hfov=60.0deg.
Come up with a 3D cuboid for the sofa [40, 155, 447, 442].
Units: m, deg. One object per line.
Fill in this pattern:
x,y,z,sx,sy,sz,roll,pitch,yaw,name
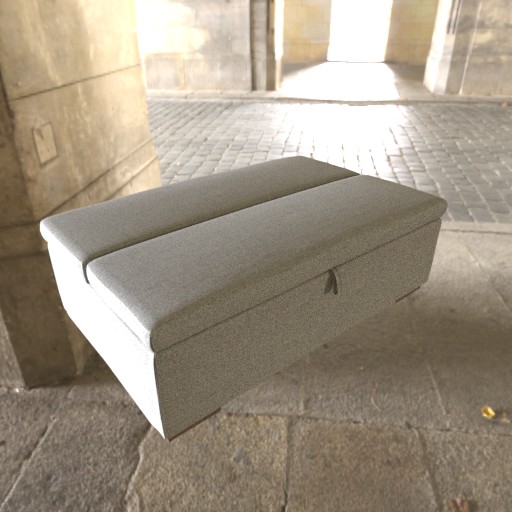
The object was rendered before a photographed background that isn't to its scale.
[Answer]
0.000,0.000,1.654,1.250,0.434,0.817,-22,35,-34,sofa
